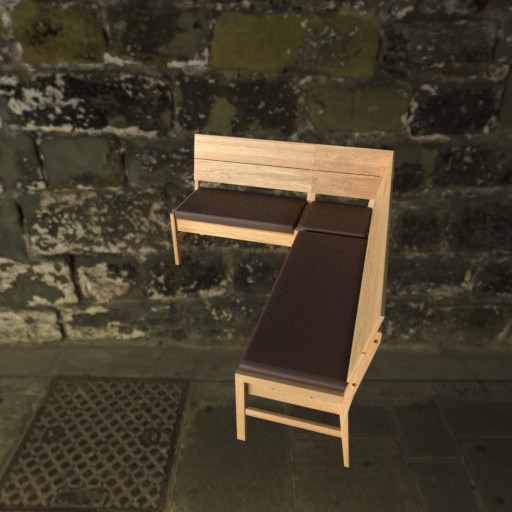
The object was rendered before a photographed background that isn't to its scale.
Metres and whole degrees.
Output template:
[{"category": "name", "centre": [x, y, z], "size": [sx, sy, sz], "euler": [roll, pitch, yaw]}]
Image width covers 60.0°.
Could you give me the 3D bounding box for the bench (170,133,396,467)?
[{"category": "bench", "centre": [0.000, 0.000, 2.778], "size": [1.549, 0.890, 1.975], "euler": [8, 32, 13]}]
